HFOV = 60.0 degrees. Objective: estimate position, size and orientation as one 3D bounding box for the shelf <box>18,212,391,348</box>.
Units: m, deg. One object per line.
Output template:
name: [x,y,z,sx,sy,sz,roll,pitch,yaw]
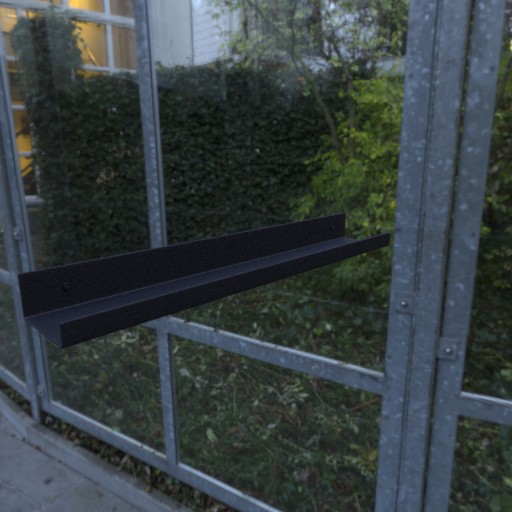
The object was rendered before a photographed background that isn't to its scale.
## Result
shelf: [0.000,0.000,0.642,0.102,0.053,0.605,13,19,43]
